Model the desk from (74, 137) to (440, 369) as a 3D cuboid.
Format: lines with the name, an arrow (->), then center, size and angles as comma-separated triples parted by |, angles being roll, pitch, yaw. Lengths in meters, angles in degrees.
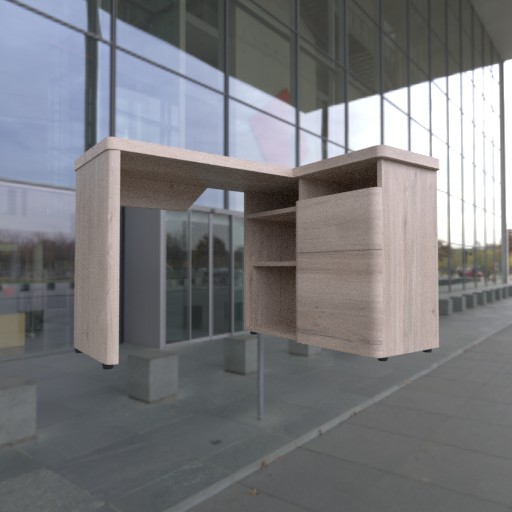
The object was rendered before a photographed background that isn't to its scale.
desk -> 0.000, 0.000, 1.757 | 1.169, 0.760, 0.900 | 1, -2, -36
